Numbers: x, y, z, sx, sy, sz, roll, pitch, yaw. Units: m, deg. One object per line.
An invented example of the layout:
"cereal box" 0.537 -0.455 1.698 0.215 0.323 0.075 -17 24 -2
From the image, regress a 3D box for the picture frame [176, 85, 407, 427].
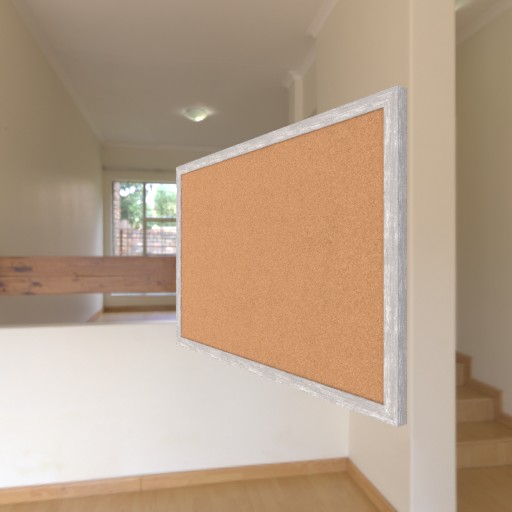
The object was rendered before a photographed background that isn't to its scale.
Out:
"picture frame" 0.000 0.000 1.224 0.029 0.640 0.950 0 0 -36
